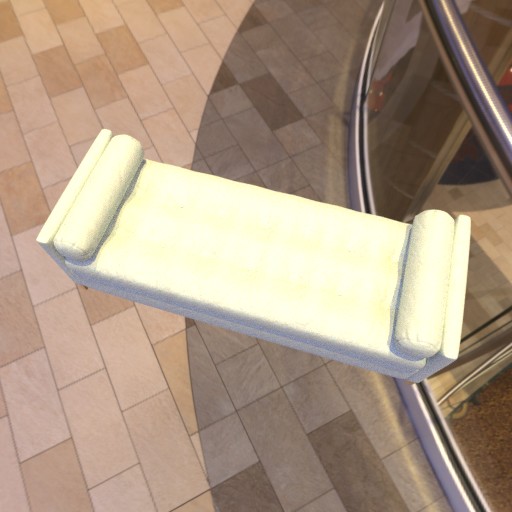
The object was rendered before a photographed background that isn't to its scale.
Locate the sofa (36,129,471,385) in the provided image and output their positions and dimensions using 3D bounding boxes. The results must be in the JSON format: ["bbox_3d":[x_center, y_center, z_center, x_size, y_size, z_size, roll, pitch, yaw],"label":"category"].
[{"bbox_3d":[0.000,0.000,2.498,2.102,0.705,0.796,15,64,7],"label":"sofa"}]
